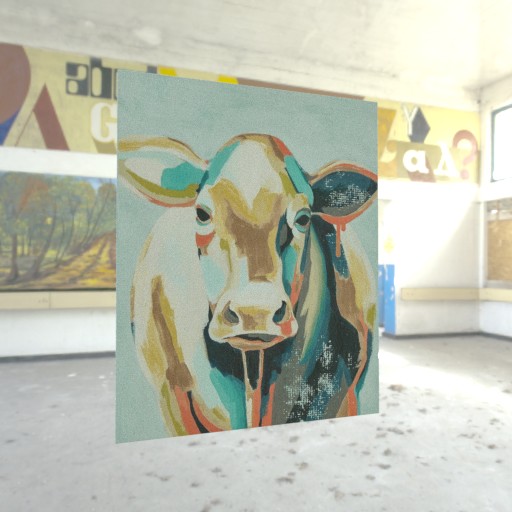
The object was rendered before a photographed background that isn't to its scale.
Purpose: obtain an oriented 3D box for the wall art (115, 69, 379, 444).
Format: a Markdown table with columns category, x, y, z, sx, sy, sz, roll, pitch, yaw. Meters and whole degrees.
| category | x | y | z | sx | sy | sz | roll | pitch | yaw |
| --- | --- | --- | --- | --- | --- | --- | --- | --- | --- |
| wall art | 0.000 | 0.000 | 0.680 | 0.409 | 0.509 | 0.037 | 0 | -1 | -18 |
